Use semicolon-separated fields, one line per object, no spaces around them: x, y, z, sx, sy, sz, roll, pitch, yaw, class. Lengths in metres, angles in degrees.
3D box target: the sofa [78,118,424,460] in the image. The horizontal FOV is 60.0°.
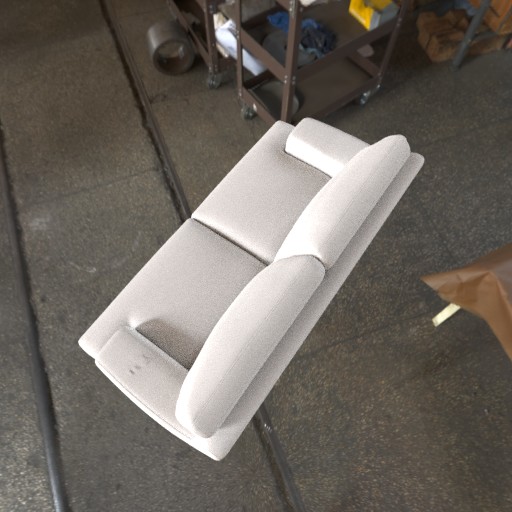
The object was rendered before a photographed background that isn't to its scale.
0.000;0.000;2.854;1.143;0.940;2.261;33;68;15;sofa
